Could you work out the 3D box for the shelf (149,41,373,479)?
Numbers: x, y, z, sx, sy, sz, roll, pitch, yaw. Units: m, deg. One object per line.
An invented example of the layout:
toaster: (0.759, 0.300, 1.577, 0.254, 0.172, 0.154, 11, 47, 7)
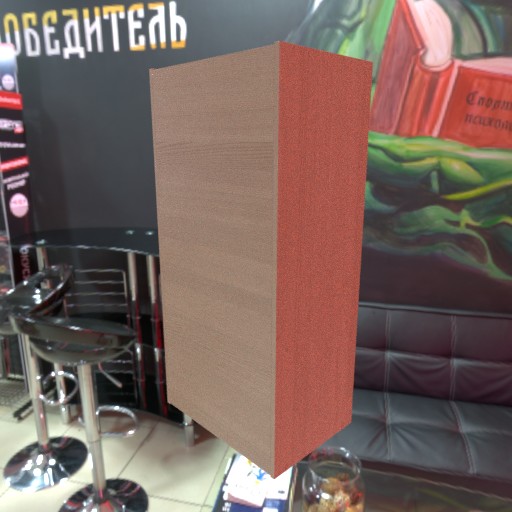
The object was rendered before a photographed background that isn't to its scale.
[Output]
shelf: (0.000, 0.000, 1.098, 0.292, 0.876, 0.417, -14, 20, -42)
